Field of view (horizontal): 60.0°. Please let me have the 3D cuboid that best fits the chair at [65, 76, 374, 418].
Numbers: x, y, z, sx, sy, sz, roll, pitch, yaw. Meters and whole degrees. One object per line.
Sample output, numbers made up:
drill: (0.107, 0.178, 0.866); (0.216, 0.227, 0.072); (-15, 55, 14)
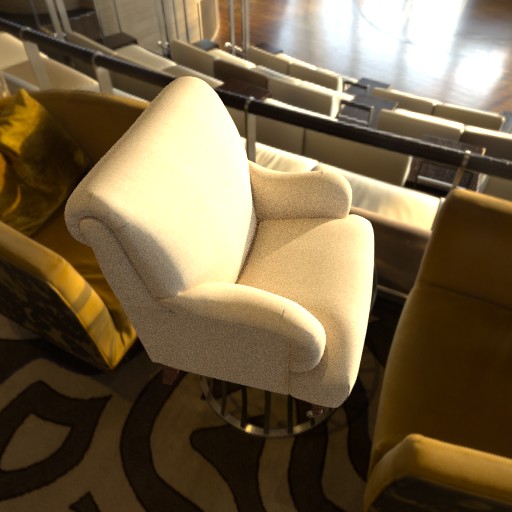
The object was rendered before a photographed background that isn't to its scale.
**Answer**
chair: (0.000, 0.000, 1.563); (0.842, 0.944, 0.766); (11, 47, 10)
